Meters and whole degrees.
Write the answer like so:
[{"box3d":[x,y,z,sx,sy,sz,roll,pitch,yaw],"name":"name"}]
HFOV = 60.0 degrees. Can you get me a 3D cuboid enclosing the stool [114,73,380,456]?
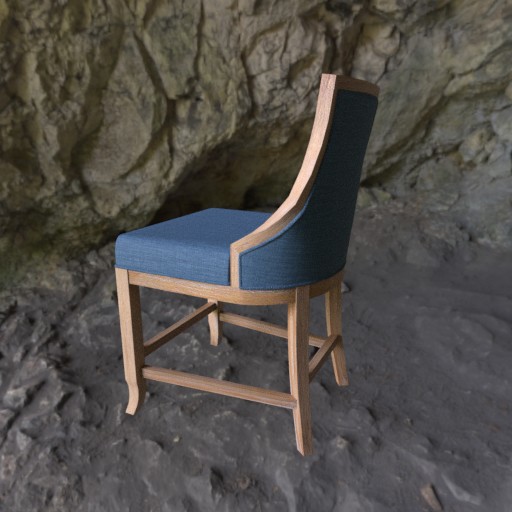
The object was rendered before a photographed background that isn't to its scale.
[{"box3d":[0.000,0.000,1.312,0.626,0.938,0.524,8,18,25],"name":"stool"}]
